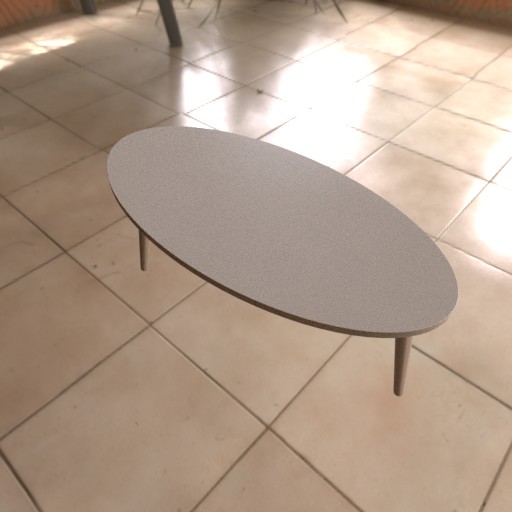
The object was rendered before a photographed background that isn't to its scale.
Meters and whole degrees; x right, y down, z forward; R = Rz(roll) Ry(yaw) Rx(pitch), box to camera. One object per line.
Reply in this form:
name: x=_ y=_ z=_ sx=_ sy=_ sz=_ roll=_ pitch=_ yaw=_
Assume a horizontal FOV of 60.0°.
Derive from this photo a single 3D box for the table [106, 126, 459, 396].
table: x=0.000 y=0.000 z=1.308 sx=1.083 sy=0.390 sz=0.542 roll=32 pitch=53 yaw=28
